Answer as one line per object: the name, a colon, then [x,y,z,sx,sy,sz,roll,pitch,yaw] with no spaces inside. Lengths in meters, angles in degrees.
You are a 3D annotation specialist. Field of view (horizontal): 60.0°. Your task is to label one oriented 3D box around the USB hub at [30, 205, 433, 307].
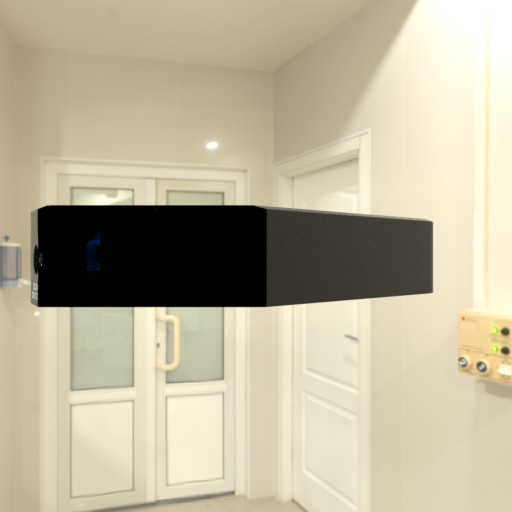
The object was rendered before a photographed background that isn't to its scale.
USB hub: [0.000,0.000,0.125,0.110,0.023,0.044,0,0,-35]
